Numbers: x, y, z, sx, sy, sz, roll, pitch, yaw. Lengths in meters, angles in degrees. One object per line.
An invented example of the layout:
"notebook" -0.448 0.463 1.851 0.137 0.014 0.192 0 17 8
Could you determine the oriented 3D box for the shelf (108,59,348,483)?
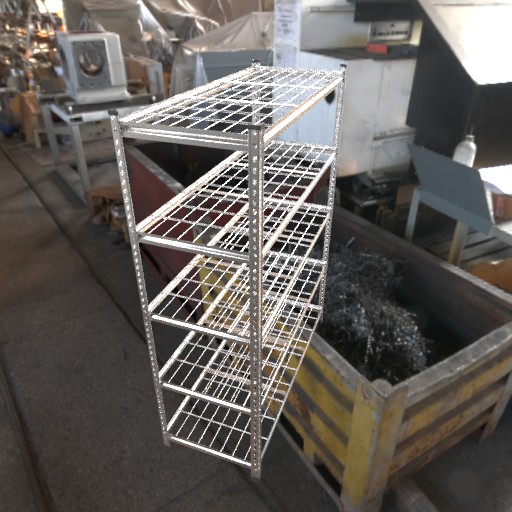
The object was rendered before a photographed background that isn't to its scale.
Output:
"shelf" 0.000 0.000 2.672 0.610 1.981 1.524 11 33 18
